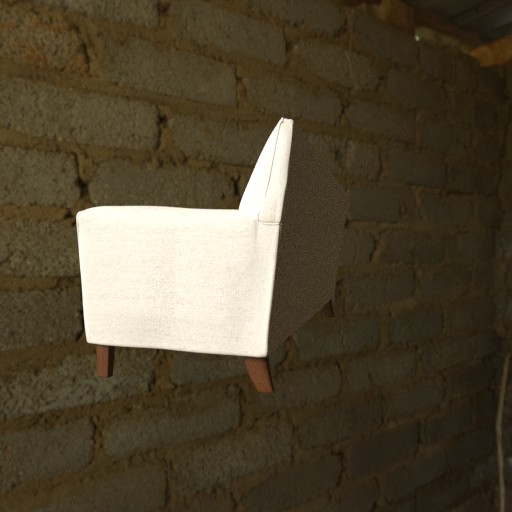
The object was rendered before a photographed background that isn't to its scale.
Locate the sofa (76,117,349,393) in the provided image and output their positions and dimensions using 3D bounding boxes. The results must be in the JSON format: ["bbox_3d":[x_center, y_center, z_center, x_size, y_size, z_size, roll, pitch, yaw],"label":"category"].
[{"bbox_3d":[0.000,0.000,2.448,0.841,0.907,2.001,0,1,16],"label":"sofa"}]
